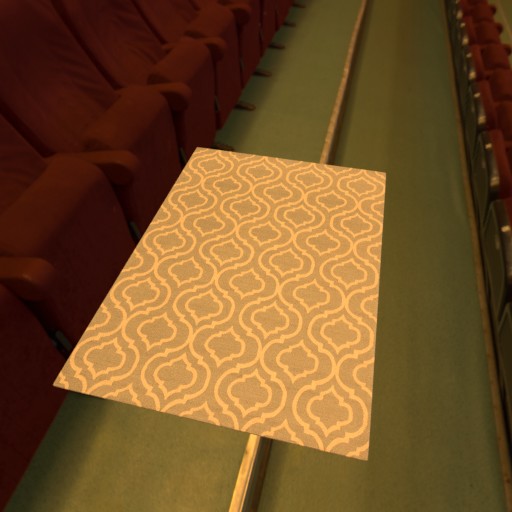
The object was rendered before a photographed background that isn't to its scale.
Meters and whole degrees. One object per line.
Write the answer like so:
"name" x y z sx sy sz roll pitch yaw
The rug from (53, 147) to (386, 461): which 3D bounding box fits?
"rug" 0.000 0.000 2.649 1.451 0.010 2.080 10 47 9
